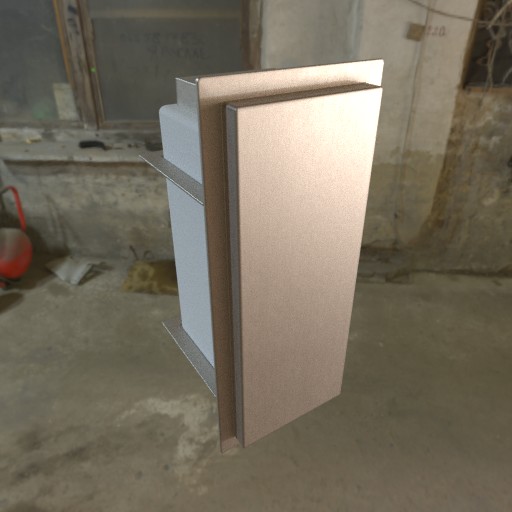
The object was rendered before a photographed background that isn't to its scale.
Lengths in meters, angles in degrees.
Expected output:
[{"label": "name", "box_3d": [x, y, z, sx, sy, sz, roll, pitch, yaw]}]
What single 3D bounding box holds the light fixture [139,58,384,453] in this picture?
[{"label": "light fixture", "box_3d": [0.000, 0.000, 0.462, 0.168, 0.380, 0.160, -18, 36, -28]}]
